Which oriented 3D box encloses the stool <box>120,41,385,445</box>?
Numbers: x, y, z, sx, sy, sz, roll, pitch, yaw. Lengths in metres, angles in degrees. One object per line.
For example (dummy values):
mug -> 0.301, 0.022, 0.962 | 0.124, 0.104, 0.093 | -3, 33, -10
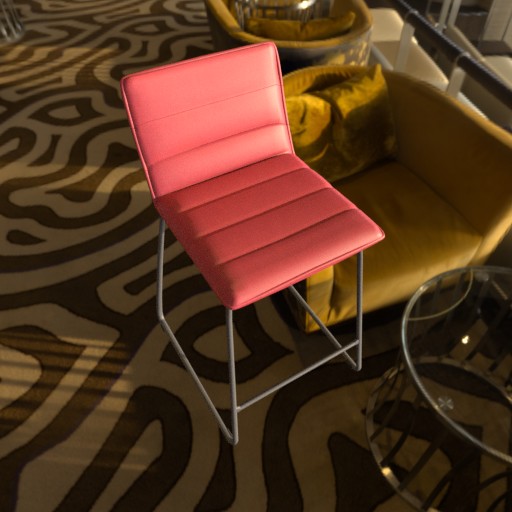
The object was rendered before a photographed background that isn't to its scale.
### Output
stool -> 0.000, 0.000, 1.159 | 0.489, 0.866, 0.524 | -24, 51, -20
